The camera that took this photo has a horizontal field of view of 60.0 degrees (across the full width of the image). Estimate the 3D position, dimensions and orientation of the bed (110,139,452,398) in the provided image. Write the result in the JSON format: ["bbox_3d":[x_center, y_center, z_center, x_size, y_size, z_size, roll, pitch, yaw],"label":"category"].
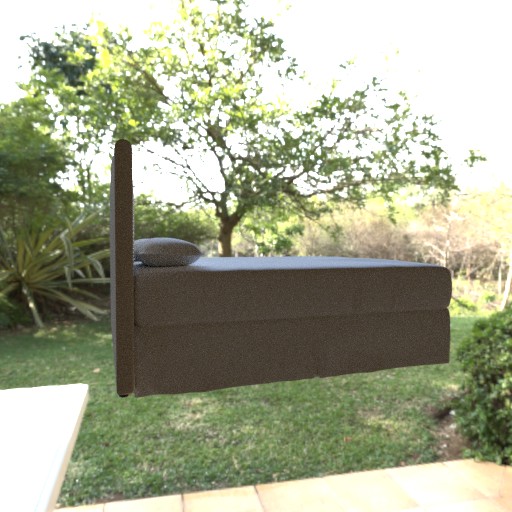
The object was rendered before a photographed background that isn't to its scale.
[{"bbox_3d":[0.000,0.000,3.508,2.182,1.421,2.083,-1,2,-19],"label":"bed"}]
